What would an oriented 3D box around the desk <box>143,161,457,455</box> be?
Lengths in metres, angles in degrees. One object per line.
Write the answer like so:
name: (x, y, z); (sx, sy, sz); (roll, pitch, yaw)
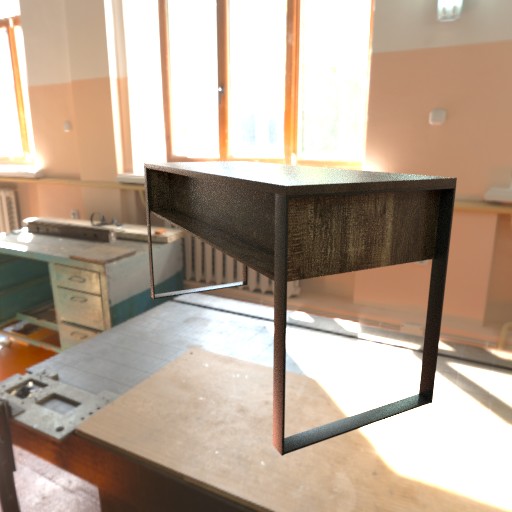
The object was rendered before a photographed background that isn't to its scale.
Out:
desk: (0.000, 0.000, 1.959); (0.599, 0.762, 1.524); (-7, 16, -26)
